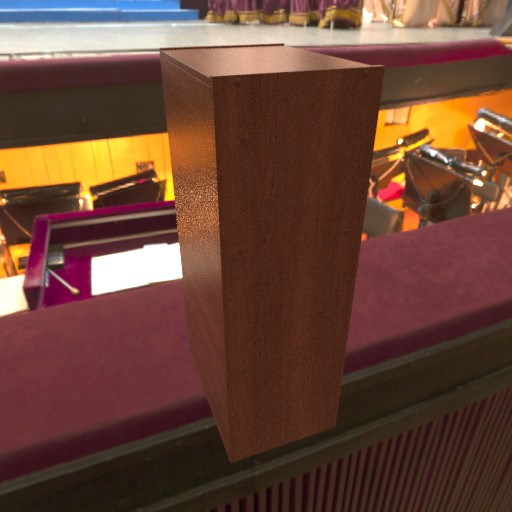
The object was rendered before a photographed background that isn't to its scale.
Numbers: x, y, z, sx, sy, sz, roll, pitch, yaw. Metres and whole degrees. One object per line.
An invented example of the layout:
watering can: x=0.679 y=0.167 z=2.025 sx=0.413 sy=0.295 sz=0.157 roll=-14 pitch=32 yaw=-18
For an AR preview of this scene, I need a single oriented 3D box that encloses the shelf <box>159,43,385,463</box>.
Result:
shelf: x=0.000 y=0.000 z=1.060 sx=0.290 sy=0.879 sz=0.414 roll=-11 pitch=32 yaw=-18
